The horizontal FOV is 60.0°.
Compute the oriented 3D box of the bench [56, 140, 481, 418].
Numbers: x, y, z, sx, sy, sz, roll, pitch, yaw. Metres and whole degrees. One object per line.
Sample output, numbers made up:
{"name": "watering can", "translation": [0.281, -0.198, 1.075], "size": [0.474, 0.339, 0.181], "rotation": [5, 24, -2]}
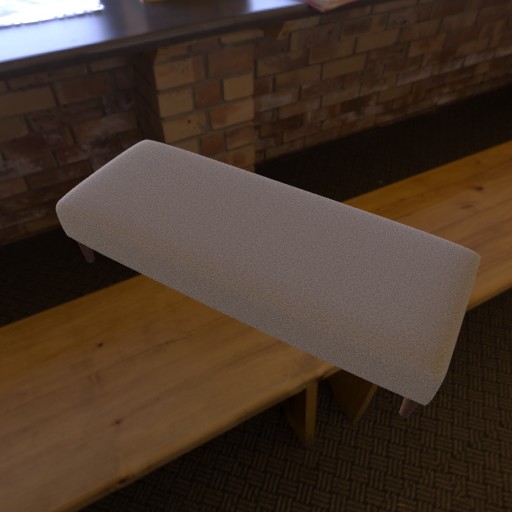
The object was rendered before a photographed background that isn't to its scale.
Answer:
{"name": "bench", "translation": [0.000, 0.000, 1.845], "size": [1.598, 0.383, 0.631], "rotation": [22, 50, 20]}
